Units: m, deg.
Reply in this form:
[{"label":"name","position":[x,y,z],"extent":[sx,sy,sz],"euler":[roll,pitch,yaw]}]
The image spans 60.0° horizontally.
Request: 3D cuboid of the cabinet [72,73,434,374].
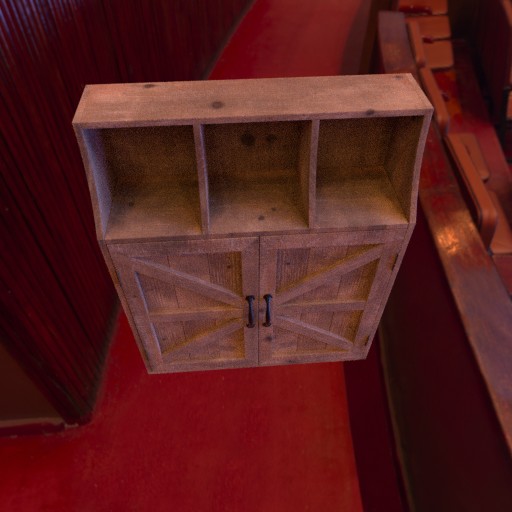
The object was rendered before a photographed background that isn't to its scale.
[{"label":"cabinet","position":[0.000,0.000,0.823],"extent":[0.489,0.590,0.184],"euler":[-3,48,-3]}]
